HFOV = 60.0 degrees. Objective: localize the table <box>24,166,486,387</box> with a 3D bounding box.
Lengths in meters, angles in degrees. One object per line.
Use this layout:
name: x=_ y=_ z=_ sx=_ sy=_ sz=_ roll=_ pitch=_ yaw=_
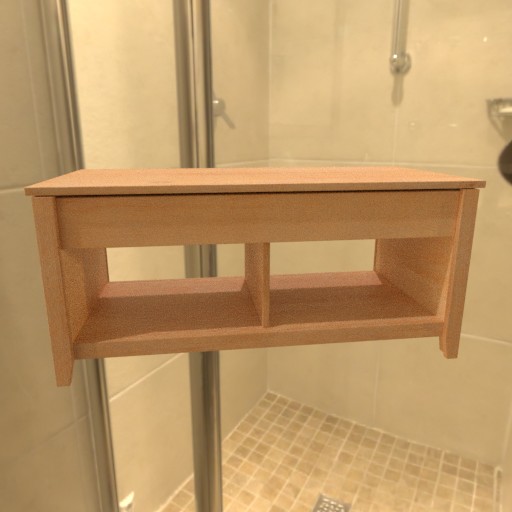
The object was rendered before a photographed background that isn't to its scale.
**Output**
table: x=0.000 y=0.000 z=1.255 sx=1.016 sy=0.457 sz=0.483 roll=-2 pitch=16 yaw=-8
